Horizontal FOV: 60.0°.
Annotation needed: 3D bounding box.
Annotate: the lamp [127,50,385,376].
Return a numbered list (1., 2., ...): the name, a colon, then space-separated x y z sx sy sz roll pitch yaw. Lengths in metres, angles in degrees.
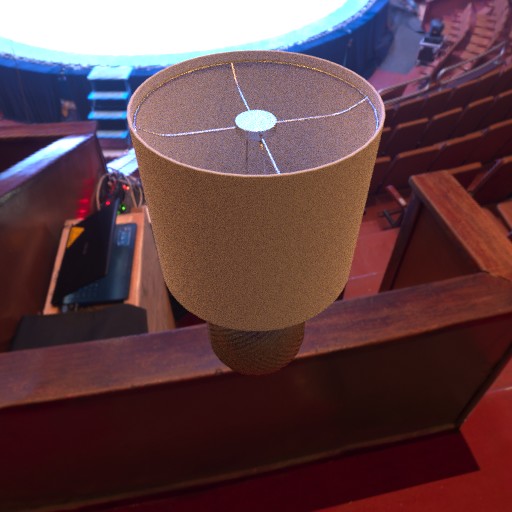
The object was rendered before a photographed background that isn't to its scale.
1. lamp: 0.000 0.000 0.493 0.207 0.366 0.207 -10 47 -9
